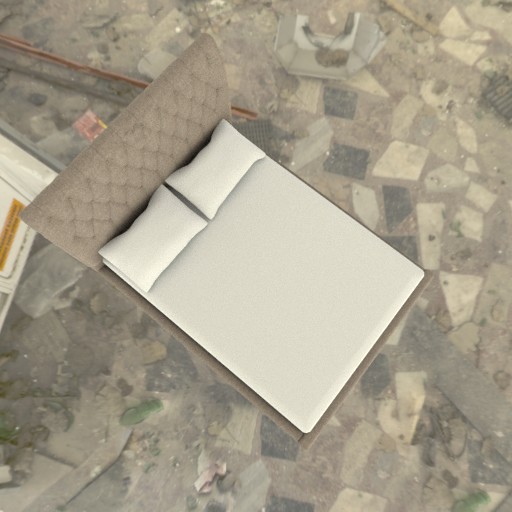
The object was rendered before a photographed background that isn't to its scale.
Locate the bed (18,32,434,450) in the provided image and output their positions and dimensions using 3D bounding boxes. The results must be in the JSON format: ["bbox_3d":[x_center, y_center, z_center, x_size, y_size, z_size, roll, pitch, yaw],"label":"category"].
[{"bbox_3d":[0.000,0.000,3.177,2.252,1.371,1.645,38,78,9],"label":"bed"}]
